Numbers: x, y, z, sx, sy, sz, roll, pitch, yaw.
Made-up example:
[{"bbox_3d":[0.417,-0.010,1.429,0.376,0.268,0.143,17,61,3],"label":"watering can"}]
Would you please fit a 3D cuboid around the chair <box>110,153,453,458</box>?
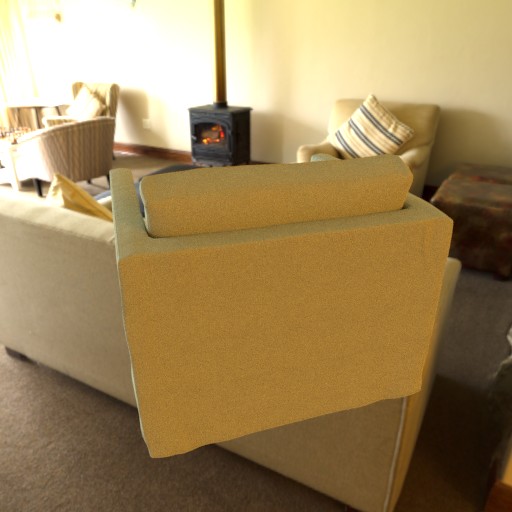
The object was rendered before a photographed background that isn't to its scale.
[{"bbox_3d":[0.000,0.000,1.748,1.057,0.863,0.949,-8,27,-16],"label":"chair"}]
